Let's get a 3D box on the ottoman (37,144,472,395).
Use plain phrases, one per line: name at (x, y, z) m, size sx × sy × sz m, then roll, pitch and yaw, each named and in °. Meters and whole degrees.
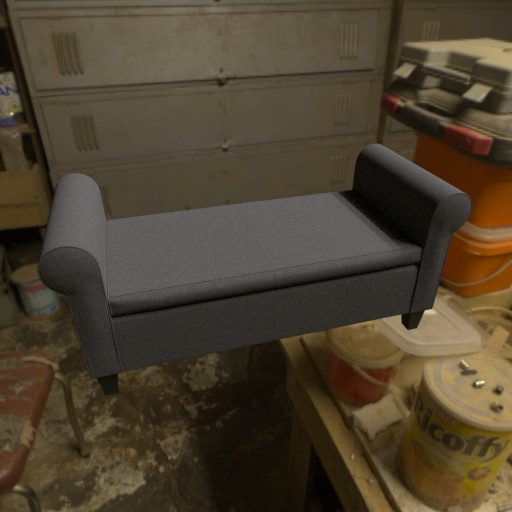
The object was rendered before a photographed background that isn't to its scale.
ottoman at (0.000, 0.000, 1.541) m, size 1.256 × 0.547 × 0.521 m, roll -9°, pitch 33°, yaw -14°
